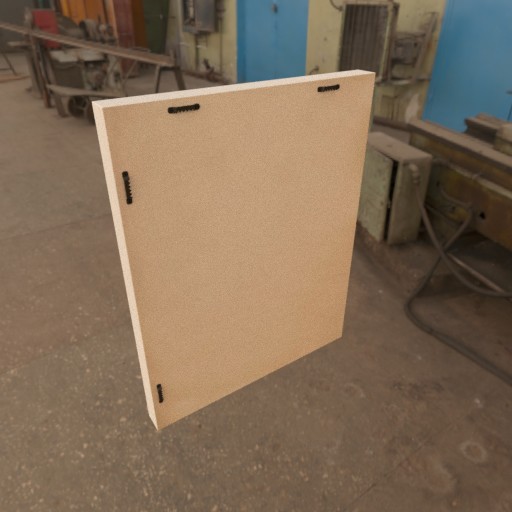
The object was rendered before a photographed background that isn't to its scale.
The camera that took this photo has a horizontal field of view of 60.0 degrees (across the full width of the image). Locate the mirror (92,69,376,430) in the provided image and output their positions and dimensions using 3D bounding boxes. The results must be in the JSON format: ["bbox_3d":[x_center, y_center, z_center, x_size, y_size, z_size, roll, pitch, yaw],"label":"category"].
[{"bbox_3d":[0.000,0.000,0.697,0.406,0.509,0.041,-19,36,-29],"label":"mirror"}]
